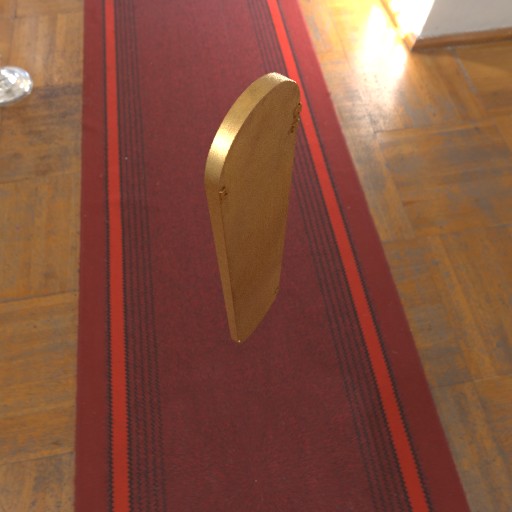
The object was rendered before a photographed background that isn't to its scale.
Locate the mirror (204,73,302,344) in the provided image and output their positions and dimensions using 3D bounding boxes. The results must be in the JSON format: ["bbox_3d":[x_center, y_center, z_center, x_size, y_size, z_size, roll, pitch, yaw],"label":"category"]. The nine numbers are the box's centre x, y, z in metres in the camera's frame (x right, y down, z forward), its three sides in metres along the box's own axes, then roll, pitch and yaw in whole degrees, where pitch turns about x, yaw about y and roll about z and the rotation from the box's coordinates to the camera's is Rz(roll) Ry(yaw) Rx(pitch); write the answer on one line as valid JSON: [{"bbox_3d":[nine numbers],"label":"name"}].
[{"bbox_3d":[0.000,0.000,1.050,0.032,0.991,0.222,32,68,15],"label":"mirror"}]
